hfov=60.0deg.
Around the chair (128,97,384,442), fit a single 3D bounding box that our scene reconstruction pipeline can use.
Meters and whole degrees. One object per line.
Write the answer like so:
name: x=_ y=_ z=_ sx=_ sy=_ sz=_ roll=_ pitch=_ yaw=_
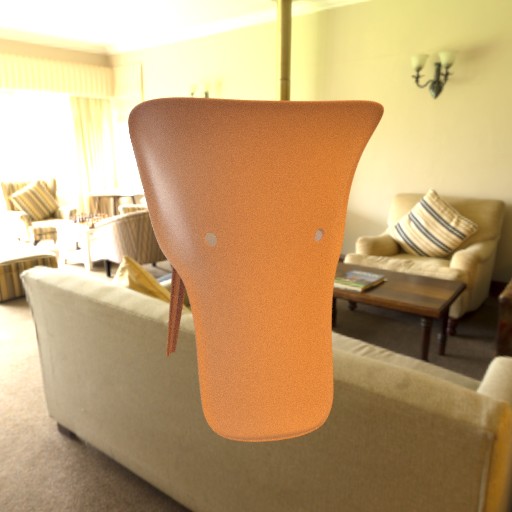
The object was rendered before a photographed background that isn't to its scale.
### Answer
chair: x=0.000 y=0.000 z=0.868 sx=0.451 sy=0.554 sz=0.402 roll=-2 pitch=14 yaw=-10
